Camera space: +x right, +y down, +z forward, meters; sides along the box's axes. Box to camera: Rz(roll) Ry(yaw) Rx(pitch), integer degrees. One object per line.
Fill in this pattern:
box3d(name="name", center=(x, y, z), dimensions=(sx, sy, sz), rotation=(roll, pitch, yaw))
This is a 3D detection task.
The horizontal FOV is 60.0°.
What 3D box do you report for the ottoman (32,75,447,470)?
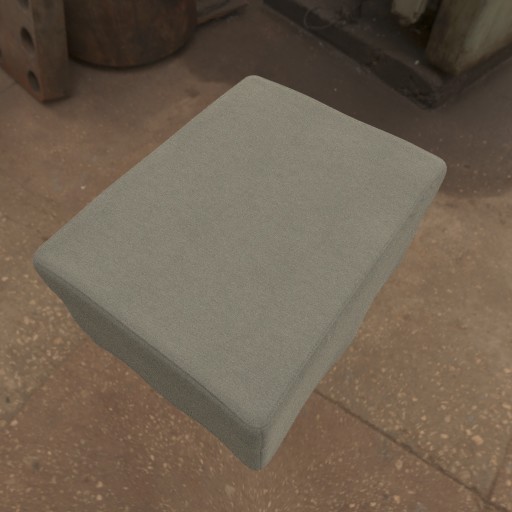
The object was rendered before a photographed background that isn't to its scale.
box3d(name="ottoman", center=(0.000, 0.000, 1.216), dimensions=(0.648, 0.461, 0.833), rotation=(32, 62, 19))
